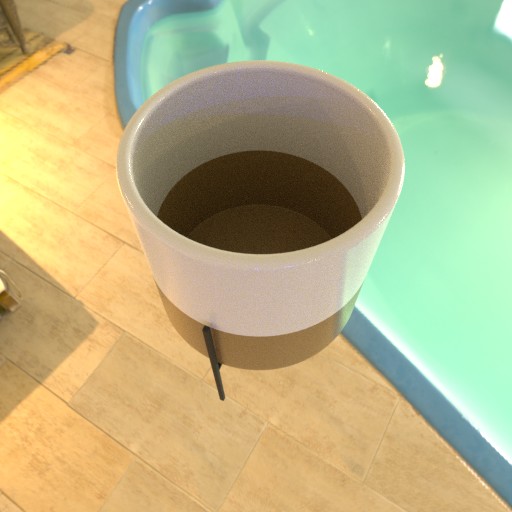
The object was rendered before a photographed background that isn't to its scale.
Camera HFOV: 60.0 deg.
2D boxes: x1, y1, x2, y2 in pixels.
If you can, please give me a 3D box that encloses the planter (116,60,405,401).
[{"bbox_3d":[0.000,0.000,0.644,0.310,0.432,0.310,33,63,19],"label":"planter"}]
